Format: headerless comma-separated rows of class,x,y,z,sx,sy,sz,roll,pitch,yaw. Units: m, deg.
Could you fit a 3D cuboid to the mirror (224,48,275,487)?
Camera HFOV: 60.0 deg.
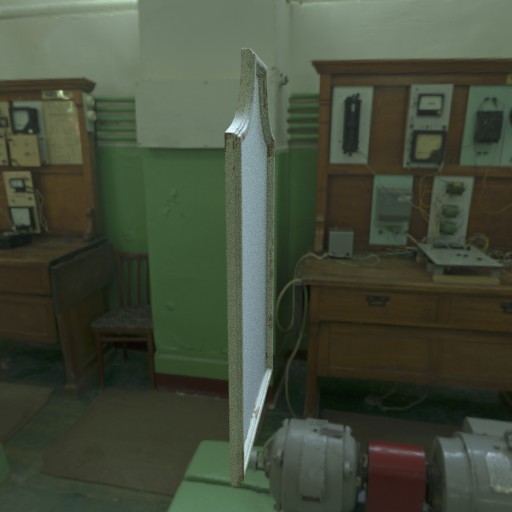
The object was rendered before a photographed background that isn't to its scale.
mirror,0.000,0.000,0.862,0.022,0.717,0.403,2,15,9
